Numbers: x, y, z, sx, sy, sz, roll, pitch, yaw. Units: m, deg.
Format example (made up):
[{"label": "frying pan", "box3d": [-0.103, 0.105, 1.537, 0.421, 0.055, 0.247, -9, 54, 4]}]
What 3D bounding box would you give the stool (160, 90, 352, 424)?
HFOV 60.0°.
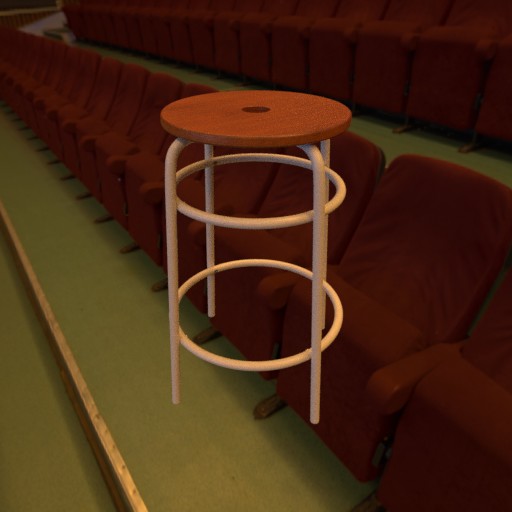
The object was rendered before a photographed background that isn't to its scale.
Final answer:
[{"label": "stool", "box3d": [0.000, 0.000, 0.945, 0.455, 0.610, 0.455, -20, 37, -30]}]
